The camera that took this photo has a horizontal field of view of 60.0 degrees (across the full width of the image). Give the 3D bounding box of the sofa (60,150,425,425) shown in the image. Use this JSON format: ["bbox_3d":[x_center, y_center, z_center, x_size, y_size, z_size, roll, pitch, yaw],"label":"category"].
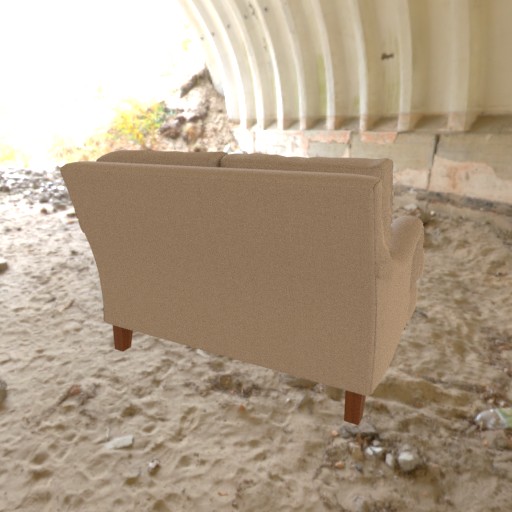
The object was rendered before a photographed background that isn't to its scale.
[{"bbox_3d":[0.000,0.000,2.238,1.508,1.048,1.087,9,18,27],"label":"sofa"}]
